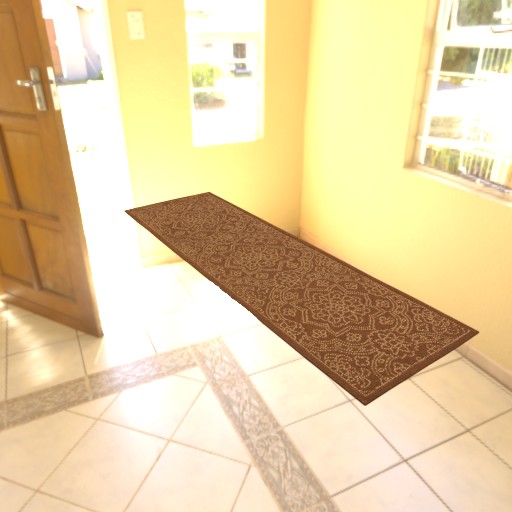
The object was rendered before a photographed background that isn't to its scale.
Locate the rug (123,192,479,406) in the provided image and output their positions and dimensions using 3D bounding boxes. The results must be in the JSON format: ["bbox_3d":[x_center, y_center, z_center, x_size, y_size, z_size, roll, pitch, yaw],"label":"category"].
[{"bbox_3d":[0.000,0.000,2.711,0.769,0.012,2.448,-18,32,-31],"label":"rug"}]
